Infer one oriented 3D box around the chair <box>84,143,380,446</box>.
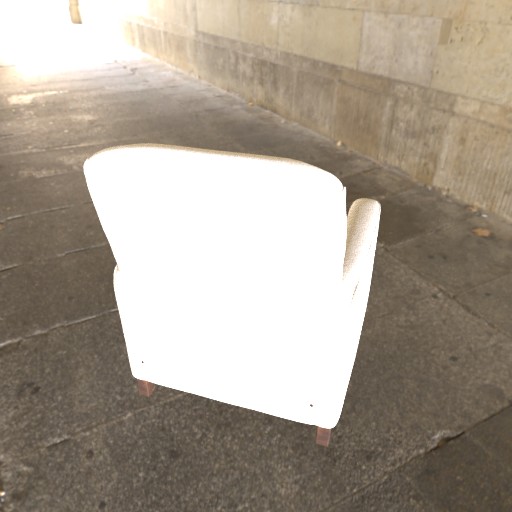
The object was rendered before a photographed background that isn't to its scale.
[{"bbox_3d":[0.000,0.000,1.645,0.841,1.028,0.858,10,34,15],"label":"chair"}]
